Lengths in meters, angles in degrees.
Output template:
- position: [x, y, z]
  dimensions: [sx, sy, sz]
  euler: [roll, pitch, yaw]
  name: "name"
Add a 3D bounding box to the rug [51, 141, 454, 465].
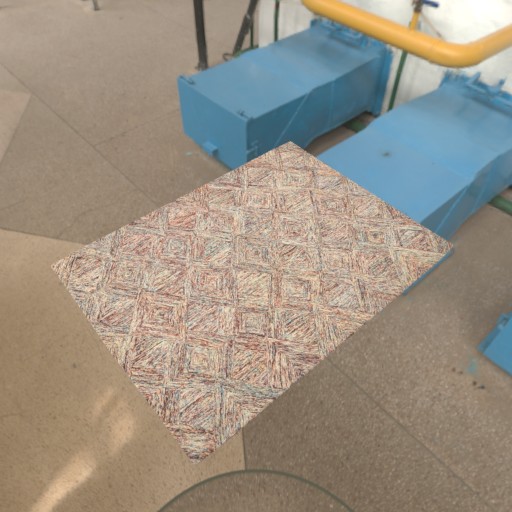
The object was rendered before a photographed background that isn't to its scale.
- position: [0.000, 0.000, 4.384]
  dimensions: [3.226, 0.024, 2.436]
  euler: [-33, 56, -26]
  name: "rug"
